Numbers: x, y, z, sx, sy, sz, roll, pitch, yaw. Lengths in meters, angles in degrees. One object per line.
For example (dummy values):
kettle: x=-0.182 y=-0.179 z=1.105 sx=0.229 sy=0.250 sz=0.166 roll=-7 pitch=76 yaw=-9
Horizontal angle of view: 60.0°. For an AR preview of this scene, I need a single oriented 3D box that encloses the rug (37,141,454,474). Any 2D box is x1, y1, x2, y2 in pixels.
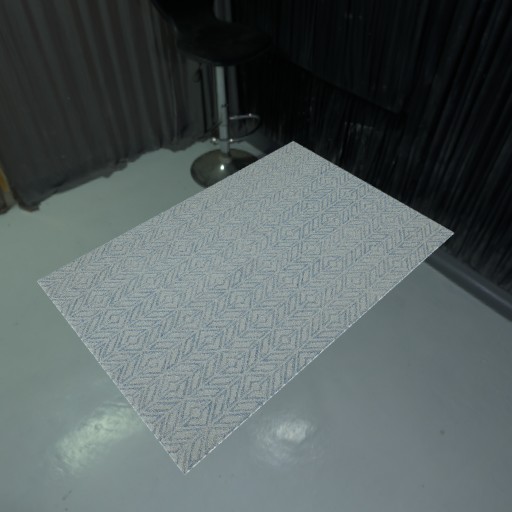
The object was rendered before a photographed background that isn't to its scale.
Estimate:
rug: x=0.000 y=0.000 z=2.311 sx=1.824 sy=0.008 sz=1.220 roll=-34 pitch=56 yaw=-27
